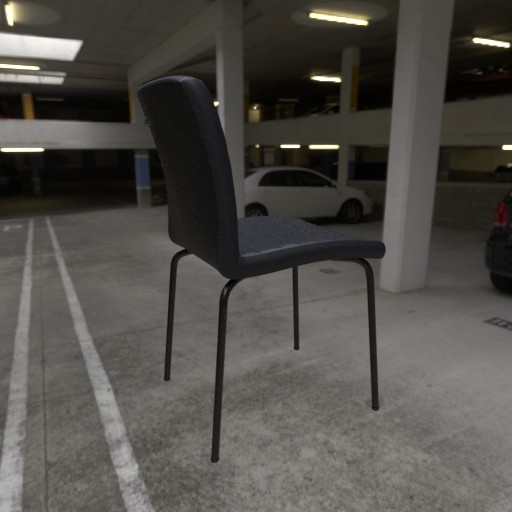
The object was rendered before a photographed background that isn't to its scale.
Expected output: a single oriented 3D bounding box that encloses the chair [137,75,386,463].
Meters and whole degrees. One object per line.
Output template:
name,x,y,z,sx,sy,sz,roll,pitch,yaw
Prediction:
chair,0.000,0.000,1.229,0.572,0.872,0.450,-7,16,-26
